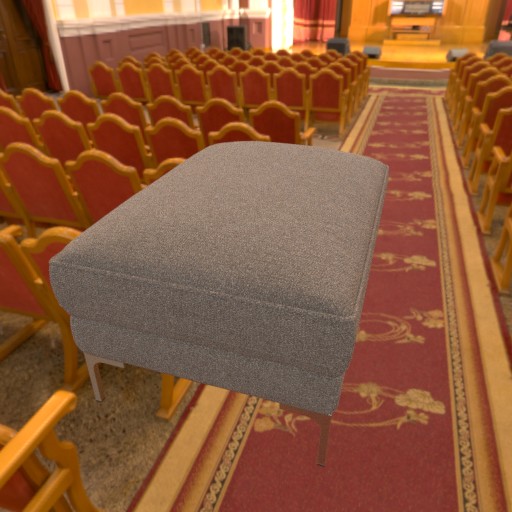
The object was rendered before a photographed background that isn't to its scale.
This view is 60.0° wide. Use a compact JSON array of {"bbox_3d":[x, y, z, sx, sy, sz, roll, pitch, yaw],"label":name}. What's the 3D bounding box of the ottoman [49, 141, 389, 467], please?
[{"bbox_3d":[0.000,0.000,1.148,0.583,0.464,0.785,9,32,16],"label":"ottoman"}]
